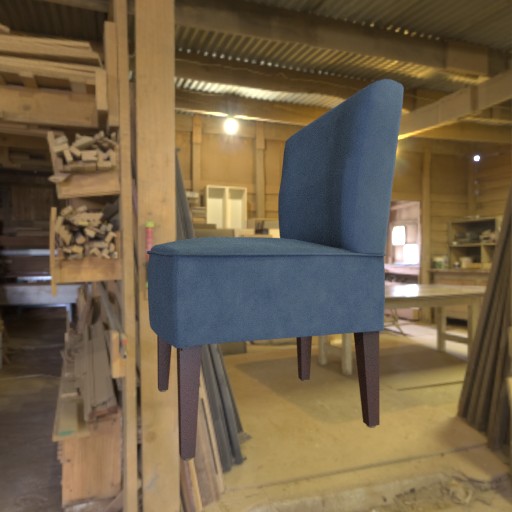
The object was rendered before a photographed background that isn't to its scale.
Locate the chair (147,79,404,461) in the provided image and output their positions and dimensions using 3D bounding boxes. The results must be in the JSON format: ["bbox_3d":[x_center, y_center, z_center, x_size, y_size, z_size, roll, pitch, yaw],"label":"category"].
[{"bbox_3d":[0.000,0.000,1.160,0.551,0.806,0.521,0,0,-18],"label":"chair"}]
